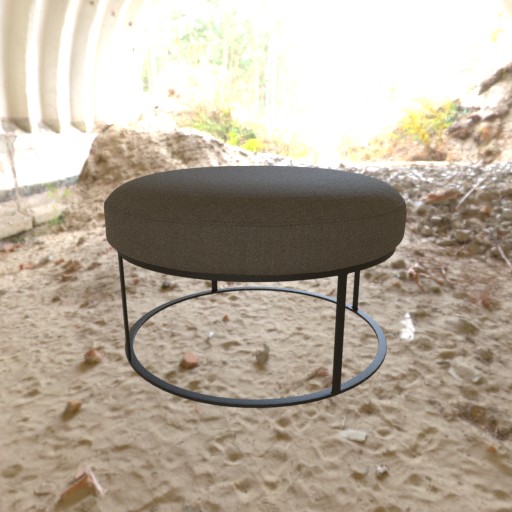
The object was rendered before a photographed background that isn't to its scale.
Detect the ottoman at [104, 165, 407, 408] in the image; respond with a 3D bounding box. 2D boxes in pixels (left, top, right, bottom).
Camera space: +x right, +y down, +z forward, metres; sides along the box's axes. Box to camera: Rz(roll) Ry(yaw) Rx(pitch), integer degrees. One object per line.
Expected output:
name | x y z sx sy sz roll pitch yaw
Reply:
ottoman | 0.000 0.000 1.223 0.772 0.460 0.772 0 16 0
